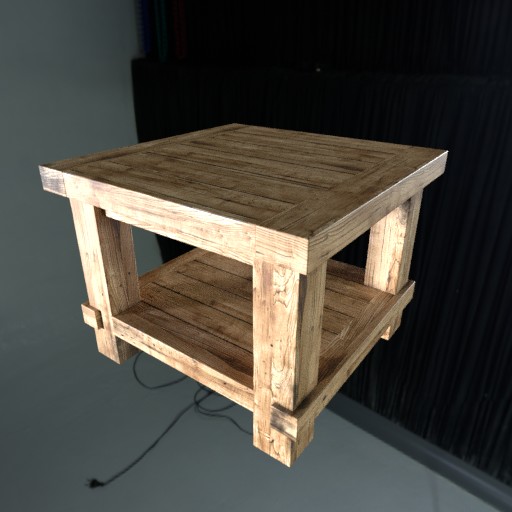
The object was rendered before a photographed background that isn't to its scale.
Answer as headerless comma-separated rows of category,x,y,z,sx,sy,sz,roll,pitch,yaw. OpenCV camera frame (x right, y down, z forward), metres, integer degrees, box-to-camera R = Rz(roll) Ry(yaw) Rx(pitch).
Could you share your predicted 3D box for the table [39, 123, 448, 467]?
table,0.000,0.000,1.025,0.610,0.457,0.610,18,31,32
